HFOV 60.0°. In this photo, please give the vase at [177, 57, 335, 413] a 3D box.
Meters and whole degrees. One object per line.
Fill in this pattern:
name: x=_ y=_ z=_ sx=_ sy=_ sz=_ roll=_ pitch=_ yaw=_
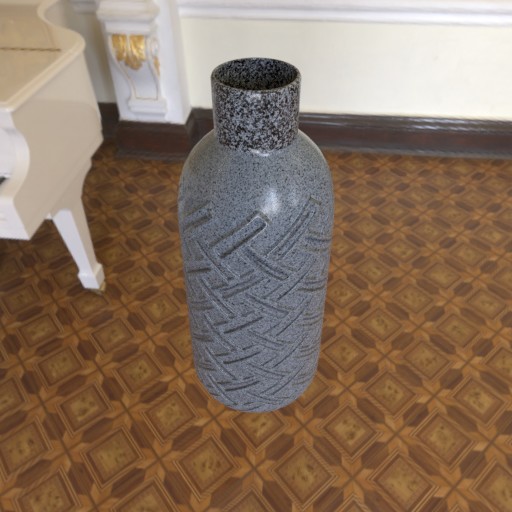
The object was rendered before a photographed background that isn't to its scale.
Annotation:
vase: x=0.000 y=0.000 z=0.346 sx=0.122 sy=0.282 sz=0.122 roll=0 pitch=43 yaw=0
